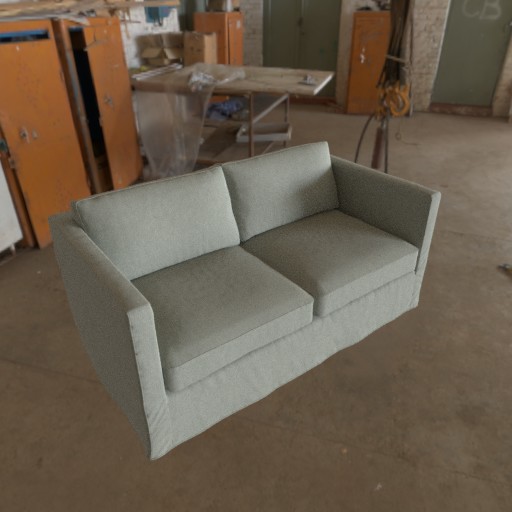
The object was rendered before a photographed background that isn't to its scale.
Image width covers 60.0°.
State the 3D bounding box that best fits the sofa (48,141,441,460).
[{"bbox_3d":[0.000,0.000,2.275,1.727,0.830,0.944,-21,36,-31],"label":"sofa"}]
